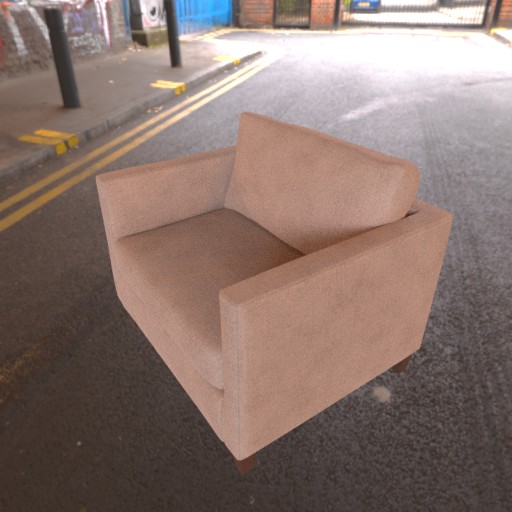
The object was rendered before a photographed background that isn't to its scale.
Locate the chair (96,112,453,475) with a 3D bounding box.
[{"bbox_3d":[0.000,0.000,1.847,0.959,0.961,1.133,-20,37,-29],"label":"chair"}]
